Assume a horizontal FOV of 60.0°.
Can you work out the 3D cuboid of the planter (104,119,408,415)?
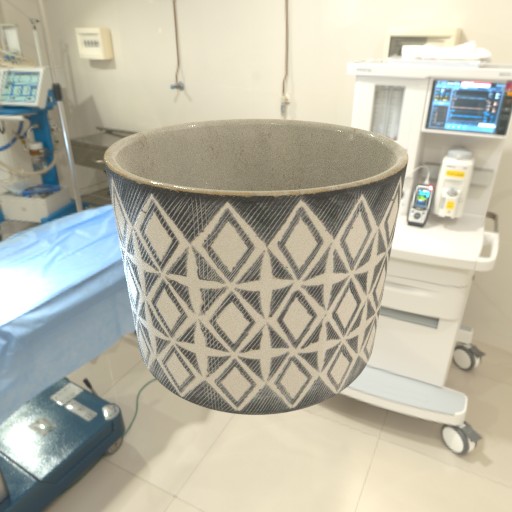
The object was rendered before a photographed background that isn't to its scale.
[{"bbox_3d":[0.000,0.000,0.330,0.192,0.165,0.192,0,27,0],"label":"planter"}]
